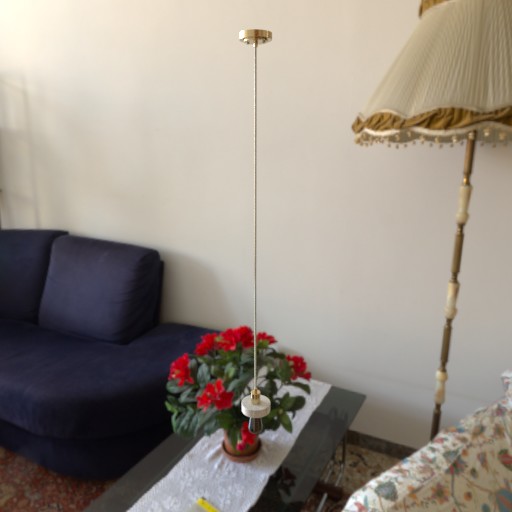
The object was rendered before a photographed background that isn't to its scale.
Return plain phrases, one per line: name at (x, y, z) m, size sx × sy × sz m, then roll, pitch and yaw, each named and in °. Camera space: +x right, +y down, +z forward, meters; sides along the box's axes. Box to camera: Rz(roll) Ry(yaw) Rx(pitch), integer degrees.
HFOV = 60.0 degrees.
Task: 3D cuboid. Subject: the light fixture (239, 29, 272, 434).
light fixture at (0.000, 0.000, 1.817) m, size 0.129 × 1.669 × 0.129 m, roll -2°, pitch 14°, yaw -8°
